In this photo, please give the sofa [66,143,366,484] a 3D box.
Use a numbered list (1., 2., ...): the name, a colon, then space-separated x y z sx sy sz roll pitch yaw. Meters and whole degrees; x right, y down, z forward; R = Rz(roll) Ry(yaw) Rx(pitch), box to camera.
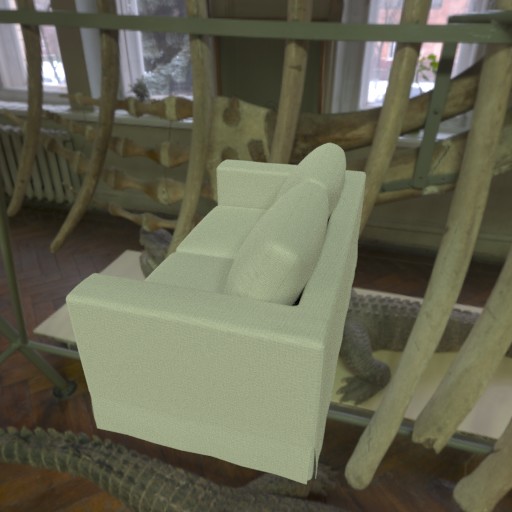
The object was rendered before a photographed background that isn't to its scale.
1. sofa: 0.000 0.000 2.388 1.009 0.932 1.813 8 30 14
